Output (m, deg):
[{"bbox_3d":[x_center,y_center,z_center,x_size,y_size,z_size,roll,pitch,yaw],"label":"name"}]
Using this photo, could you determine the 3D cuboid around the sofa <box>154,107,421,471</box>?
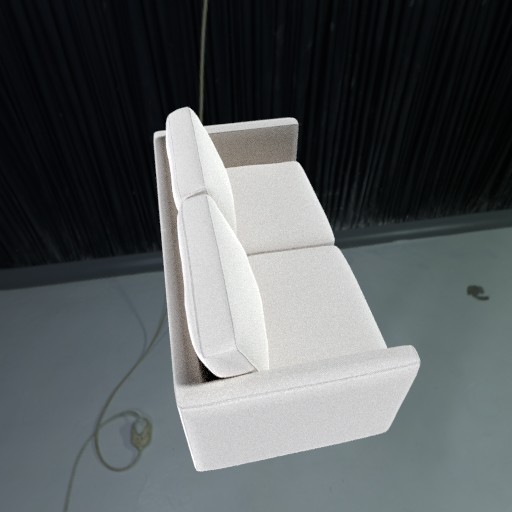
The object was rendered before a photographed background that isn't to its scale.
[{"bbox_3d":[0.000,0.000,2.207,0.873,0.888,1.722,-8,47,-8],"label":"sofa"}]
